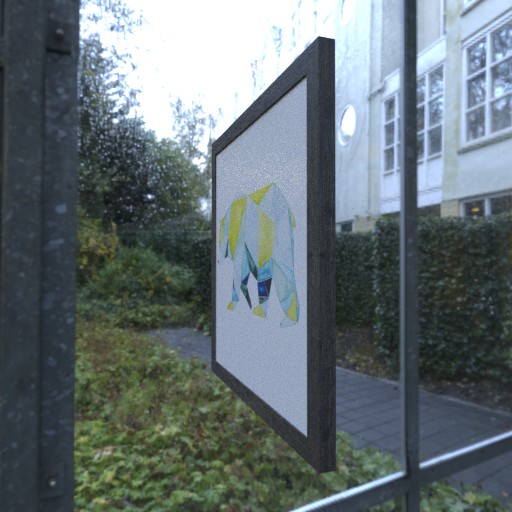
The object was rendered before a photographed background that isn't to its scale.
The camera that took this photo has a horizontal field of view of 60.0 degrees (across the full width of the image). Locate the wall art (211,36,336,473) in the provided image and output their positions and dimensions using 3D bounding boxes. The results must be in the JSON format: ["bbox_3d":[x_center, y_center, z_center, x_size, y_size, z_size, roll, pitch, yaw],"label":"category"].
[{"bbox_3d":[0.000,0.000,0.686,0.027,0.459,0.462,0,-1,-20],"label":"wall art"}]
